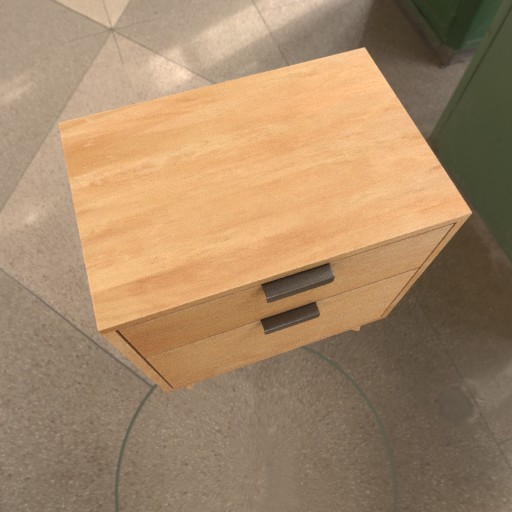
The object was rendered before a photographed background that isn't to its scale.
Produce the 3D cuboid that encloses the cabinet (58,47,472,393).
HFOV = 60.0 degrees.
[{"bbox_3d":[0.000,0.000,0.953,0.551,0.599,0.394,-17,65,-8],"label":"cabinet"}]
